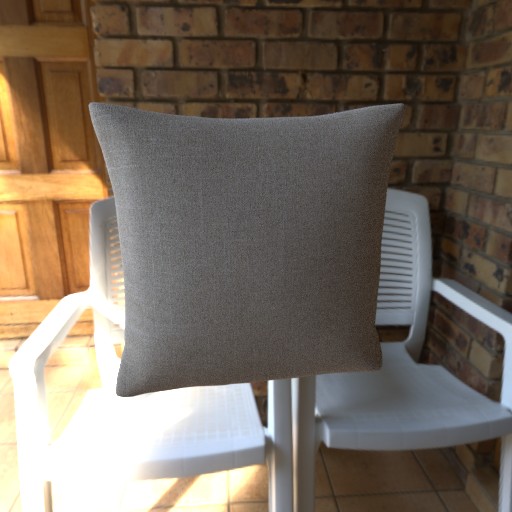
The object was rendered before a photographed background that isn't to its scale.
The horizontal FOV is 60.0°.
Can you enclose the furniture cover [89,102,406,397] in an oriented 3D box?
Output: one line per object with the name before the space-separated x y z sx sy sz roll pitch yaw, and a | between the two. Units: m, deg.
furniture cover | 0.000 0.000 0.767 0.511 0.503 0.162 -3 17 -10
